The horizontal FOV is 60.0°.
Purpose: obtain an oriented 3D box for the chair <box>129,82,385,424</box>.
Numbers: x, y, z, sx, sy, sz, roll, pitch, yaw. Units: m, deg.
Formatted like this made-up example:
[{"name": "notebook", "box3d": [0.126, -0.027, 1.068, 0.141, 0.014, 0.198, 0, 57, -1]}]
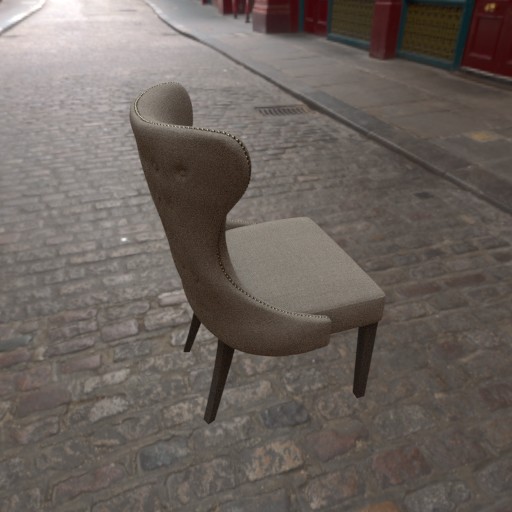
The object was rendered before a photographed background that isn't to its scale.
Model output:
[{"name": "chair", "box3d": [0.000, 0.000, 1.387, 0.635, 0.967, 0.628, -11, 33, -16]}]
